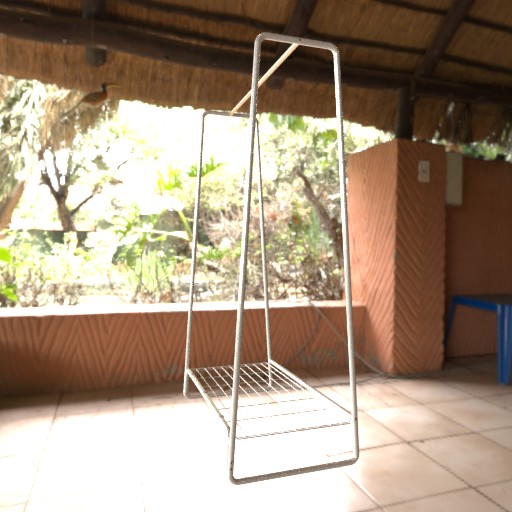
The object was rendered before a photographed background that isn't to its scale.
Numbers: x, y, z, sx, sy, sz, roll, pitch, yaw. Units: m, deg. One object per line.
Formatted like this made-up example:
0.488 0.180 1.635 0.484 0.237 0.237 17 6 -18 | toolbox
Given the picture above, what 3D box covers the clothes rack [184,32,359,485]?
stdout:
0.000 0.000 1.938 0.495 1.500 0.900 0 1 -19 | clothes rack
